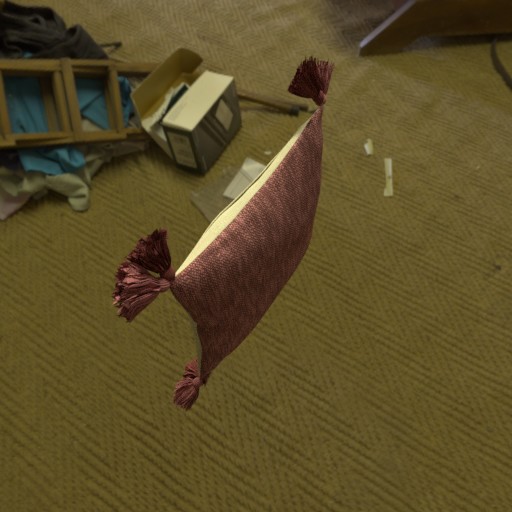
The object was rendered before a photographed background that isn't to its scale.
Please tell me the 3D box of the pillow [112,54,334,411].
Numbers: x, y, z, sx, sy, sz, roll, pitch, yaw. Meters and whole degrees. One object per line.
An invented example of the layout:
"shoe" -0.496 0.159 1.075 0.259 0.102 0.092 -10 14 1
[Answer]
"pillow" 0.000 0.000 0.956 0.138 0.659 0.641 29 63 17
